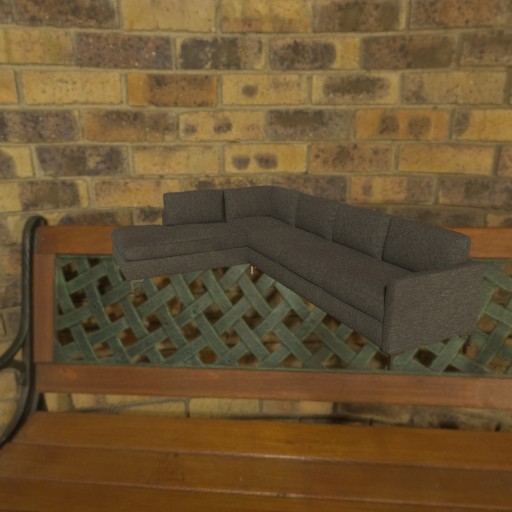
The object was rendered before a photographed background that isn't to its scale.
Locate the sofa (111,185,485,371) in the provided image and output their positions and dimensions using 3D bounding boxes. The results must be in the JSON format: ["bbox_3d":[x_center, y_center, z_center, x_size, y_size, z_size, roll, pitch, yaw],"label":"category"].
[{"bbox_3d":[0.000,0.000,3.823,2.007,0.815,2.949,-8,19,-25],"label":"sofa"}]
